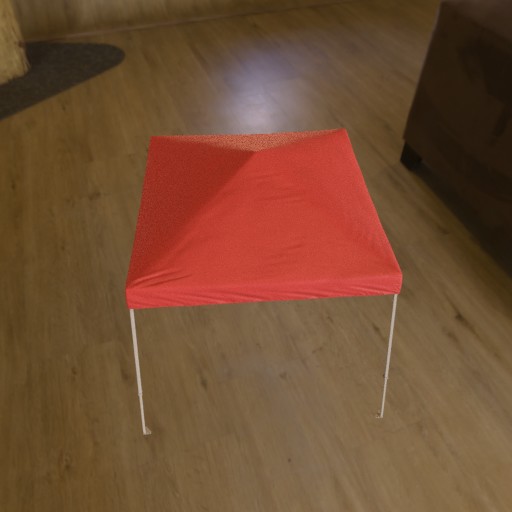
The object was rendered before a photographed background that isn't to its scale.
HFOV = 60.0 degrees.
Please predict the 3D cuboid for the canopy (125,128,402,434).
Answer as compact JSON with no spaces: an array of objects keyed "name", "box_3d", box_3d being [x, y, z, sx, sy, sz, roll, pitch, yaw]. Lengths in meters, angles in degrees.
[{"name":"canopy","box_3d":[0.000,0.000,6.544,3.600,3.600,3.599,-3,47,-3]}]
